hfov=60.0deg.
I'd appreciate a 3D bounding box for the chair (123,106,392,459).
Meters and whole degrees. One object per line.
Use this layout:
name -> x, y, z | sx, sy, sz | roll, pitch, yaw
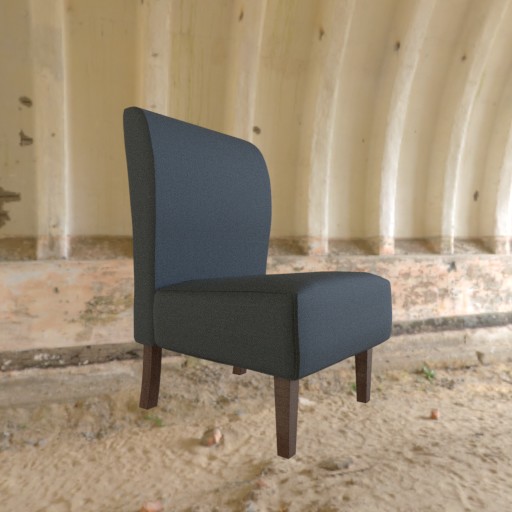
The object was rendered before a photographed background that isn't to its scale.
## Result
chair -> 0.000, 0.000, 1.199 | 0.592, 0.804, 0.513 | 1, 1, 36
